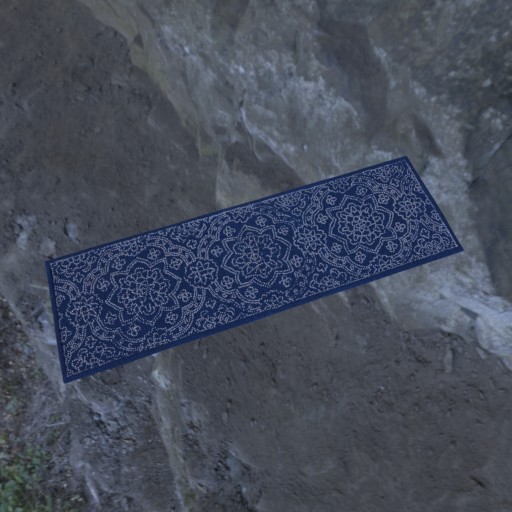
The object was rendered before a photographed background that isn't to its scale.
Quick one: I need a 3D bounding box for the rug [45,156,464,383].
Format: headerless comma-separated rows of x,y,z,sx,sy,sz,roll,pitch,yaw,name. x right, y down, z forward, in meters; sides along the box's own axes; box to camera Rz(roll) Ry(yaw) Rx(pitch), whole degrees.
0.000,0.000,2.701,2.448,0.012,0.769,-17,66,-8,rug
